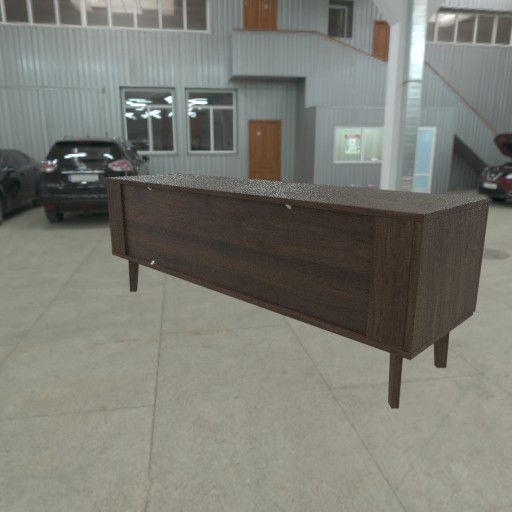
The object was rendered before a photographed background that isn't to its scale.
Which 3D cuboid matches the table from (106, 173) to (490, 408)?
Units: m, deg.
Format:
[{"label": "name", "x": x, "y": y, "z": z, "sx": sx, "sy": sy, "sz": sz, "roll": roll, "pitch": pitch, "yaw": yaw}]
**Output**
[{"label": "table", "x": 0.000, "y": 0.000, "z": 1.607, "sx": 1.397, "sy": 0.508, "sz": 0.405, "roll": 14, "pitch": 20, "yaw": 43}]
